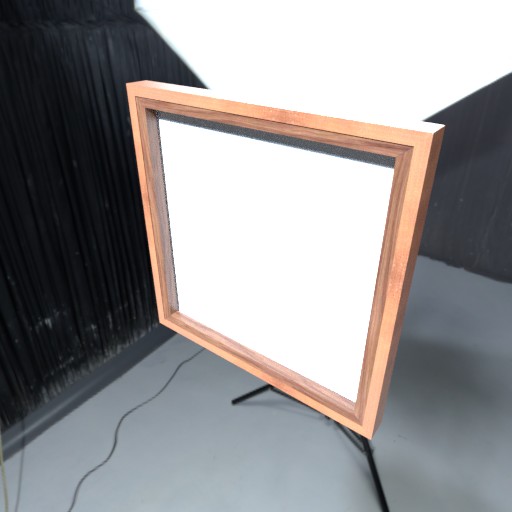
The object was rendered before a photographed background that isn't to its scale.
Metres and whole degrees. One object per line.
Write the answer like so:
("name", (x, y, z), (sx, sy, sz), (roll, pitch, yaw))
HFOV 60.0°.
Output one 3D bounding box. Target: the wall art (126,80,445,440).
("wall art", (0.000, 0.000, 0.595), (0.403, 0.403, 0.035), (21, 36, 31))
